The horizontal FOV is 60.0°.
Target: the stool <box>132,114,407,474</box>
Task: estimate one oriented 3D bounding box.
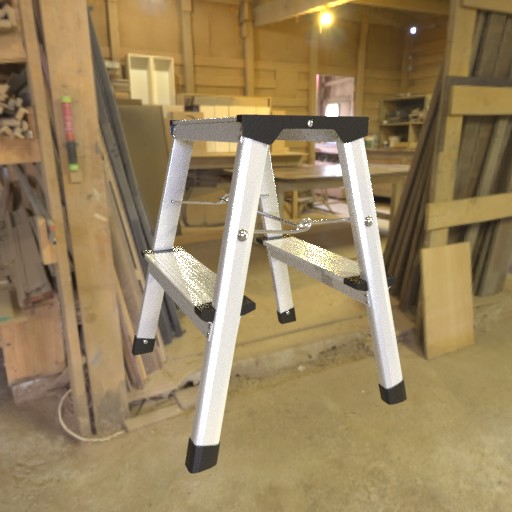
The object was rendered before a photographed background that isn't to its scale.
[{"bbox_3d":[0.000,0.000,0.808,0.405,0.480,0.404,-8,17,-25],"label":"stool"}]
